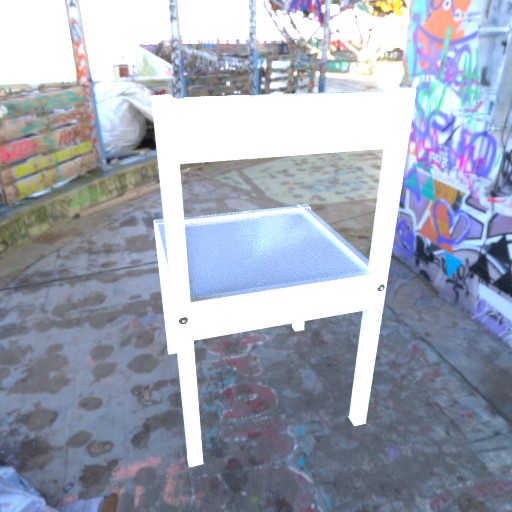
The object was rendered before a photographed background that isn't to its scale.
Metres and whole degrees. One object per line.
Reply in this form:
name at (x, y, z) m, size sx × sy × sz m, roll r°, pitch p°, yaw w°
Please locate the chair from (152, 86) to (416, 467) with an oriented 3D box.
chair at (0.000, 0.000, 0.682) m, size 0.285 × 0.505 × 0.285 m, roll -8°, pitch 28°, yaw -15°
